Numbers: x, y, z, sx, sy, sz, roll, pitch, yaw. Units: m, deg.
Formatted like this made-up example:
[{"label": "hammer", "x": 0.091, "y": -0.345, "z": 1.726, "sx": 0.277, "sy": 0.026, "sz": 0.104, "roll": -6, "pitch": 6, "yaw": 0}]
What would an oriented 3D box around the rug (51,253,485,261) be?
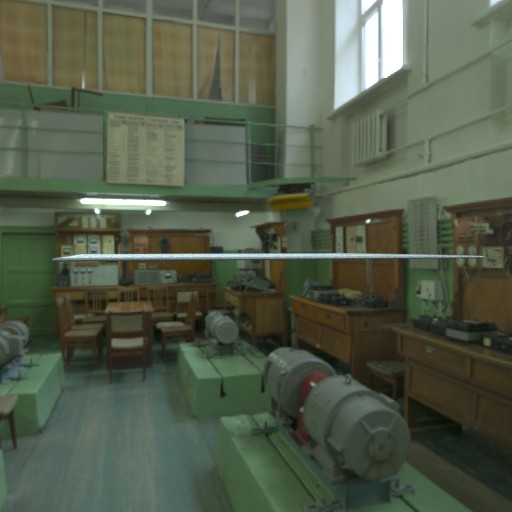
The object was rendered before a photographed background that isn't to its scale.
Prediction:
[{"label": "rug", "x": 0.000, "y": 0.000, "z": 3.506, "sx": 2.746, "sy": 0.018, "sz": 1.819, "roll": 0, "pitch": 1, "yaw": -18}]
